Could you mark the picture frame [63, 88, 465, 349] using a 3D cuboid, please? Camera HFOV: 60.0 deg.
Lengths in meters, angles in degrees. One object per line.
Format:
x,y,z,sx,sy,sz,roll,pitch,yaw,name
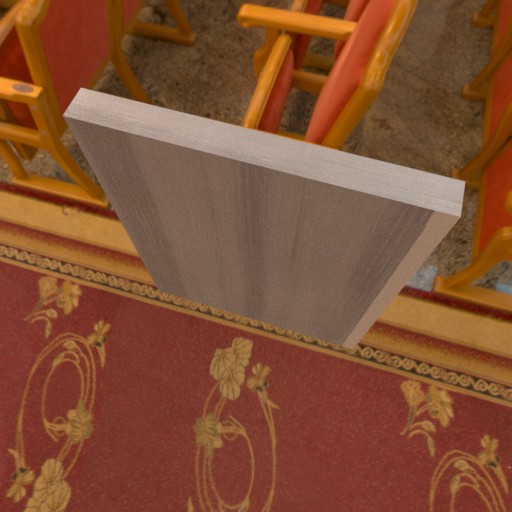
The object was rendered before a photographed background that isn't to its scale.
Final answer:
0.000,0.000,0.738,0.449,0.555,0.046,16,65,7,picture frame
